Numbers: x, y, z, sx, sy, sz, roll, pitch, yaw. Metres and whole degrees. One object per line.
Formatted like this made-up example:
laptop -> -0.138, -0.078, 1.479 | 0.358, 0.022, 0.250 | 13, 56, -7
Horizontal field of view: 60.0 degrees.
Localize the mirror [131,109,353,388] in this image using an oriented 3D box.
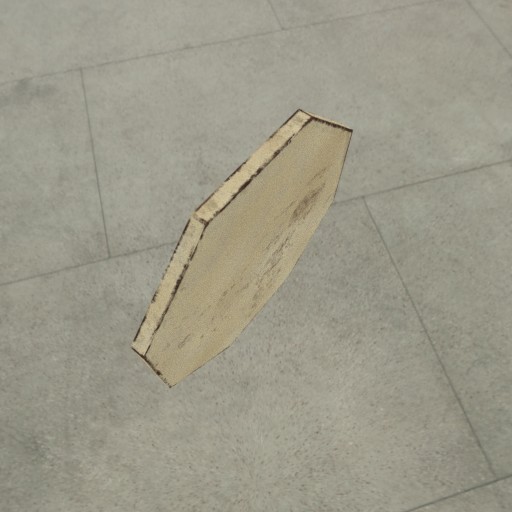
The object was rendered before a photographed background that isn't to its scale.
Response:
mirror -> 0.000, 0.000, 0.984 | 0.031, 0.648, 0.648 | 35, 68, 17
